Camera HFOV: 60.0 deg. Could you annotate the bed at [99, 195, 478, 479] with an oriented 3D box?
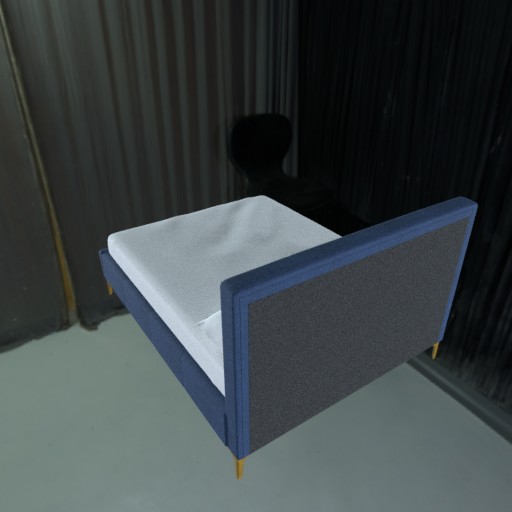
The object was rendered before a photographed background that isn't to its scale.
[{"bbox_3d":[0.000,0.000,3.258,1.723,1.231,2.172,-19,34,-29],"label":"bed"}]
